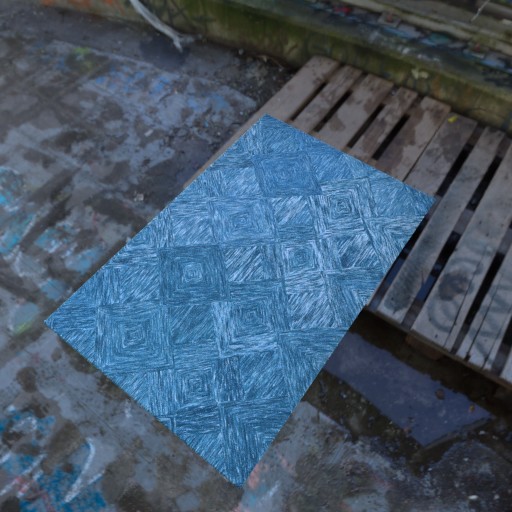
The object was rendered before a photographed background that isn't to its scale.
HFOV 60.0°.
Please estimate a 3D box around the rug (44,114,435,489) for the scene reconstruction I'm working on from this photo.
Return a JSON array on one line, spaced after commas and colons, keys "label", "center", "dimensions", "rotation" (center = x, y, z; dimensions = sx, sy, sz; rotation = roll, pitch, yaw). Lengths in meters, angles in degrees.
[{"label": "rug", "center": [0.000, 0.000, 2.905], "dimensions": [1.490, 0.015, 2.277], "rotation": [32, 64, 18]}]
